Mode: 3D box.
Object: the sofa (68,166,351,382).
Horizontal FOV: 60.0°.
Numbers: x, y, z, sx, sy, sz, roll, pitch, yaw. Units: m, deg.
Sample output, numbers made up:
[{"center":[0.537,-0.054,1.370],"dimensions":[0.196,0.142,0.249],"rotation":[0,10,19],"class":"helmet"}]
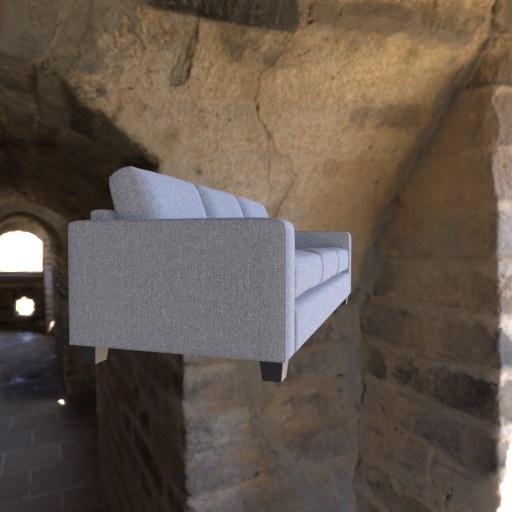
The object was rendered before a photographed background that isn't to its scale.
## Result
[{"center":[0.000,0.000,2.605],"dimensions":[0.900,0.800,2.120],"rotation":[1,2,18],"class":"sofa"}]
